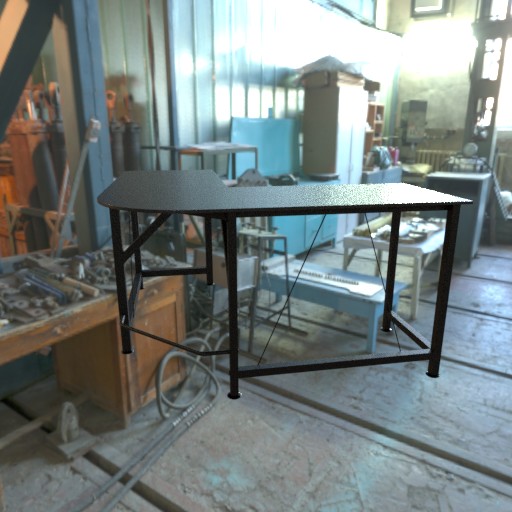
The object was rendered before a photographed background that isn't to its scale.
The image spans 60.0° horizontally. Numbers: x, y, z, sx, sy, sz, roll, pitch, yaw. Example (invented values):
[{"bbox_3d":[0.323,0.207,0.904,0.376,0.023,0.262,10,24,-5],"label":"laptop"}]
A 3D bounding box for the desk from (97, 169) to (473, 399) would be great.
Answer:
[{"bbox_3d":[0.000,0.000,2.306,1.400,0.762,1.400,-3,17,-10],"label":"desk"}]
